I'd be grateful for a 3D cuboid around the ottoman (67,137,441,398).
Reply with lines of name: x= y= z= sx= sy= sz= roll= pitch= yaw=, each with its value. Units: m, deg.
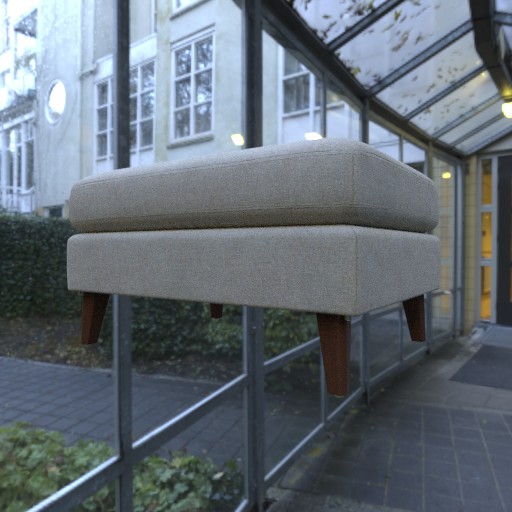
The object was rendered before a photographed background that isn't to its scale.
ottoman: x=0.000 y=0.000 z=1.193 sx=0.823 sy=0.478 sz=0.610 roll=1 pitch=1 yaw=34
